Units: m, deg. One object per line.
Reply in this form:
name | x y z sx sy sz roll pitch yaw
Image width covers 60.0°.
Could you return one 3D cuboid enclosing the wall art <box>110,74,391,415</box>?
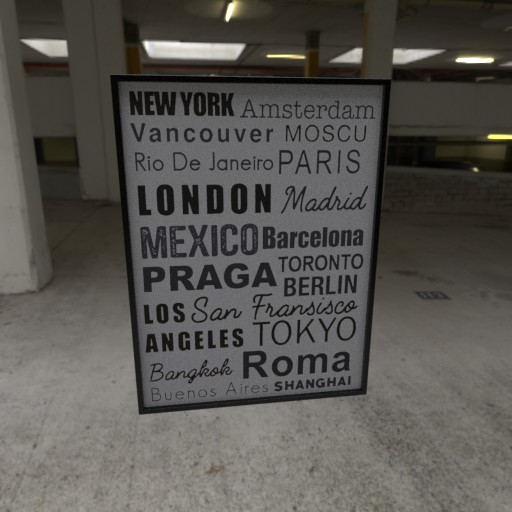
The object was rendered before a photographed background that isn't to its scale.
wall art | 0.000 0.000 1.394 0.788 1.046 0.043 -2 16 -8
